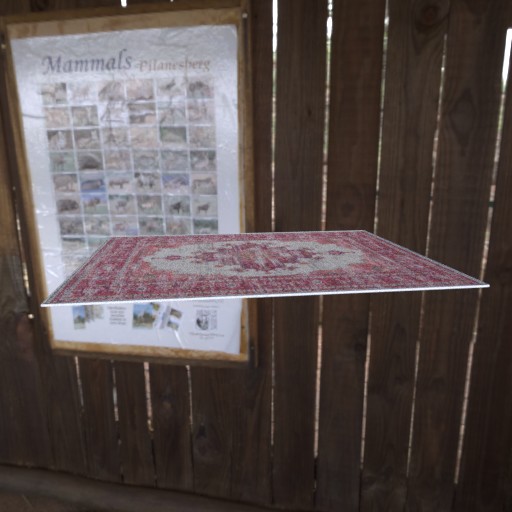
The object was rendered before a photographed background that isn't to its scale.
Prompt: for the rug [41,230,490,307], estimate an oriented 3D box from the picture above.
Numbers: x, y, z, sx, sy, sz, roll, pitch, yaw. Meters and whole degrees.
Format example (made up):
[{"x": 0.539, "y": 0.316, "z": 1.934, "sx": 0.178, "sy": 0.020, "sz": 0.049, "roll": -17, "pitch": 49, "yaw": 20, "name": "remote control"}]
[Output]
[{"x": 0.000, "y": 0.000, "z": 4.206, "sx": 3.123, "sy": 0.017, "sz": 2.447, "roll": -2, "pitch": 13, "yaw": -8, "name": "rug"}]
